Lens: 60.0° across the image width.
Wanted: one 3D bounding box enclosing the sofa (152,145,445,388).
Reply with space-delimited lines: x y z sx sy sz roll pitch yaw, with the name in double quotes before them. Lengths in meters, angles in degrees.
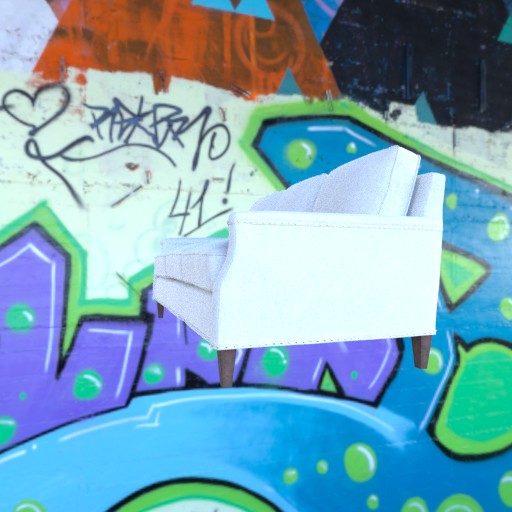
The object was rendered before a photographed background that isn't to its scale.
"sofa" 0.000 0.000 2.822 1.084 1.003 2.246 0 -1 -19
